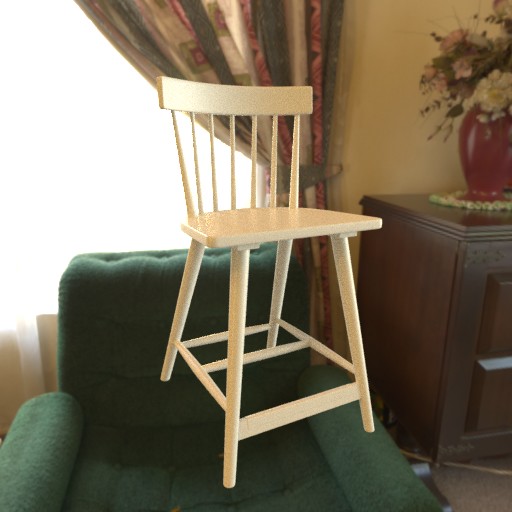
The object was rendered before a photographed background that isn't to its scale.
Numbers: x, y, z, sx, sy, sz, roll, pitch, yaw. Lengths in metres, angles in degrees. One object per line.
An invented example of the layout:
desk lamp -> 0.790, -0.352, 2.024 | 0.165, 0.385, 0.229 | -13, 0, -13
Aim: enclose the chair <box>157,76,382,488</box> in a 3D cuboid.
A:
chair -> 0.000, 0.000, 1.269 | 0.483, 0.952, 0.572 | -8, 16, -27
